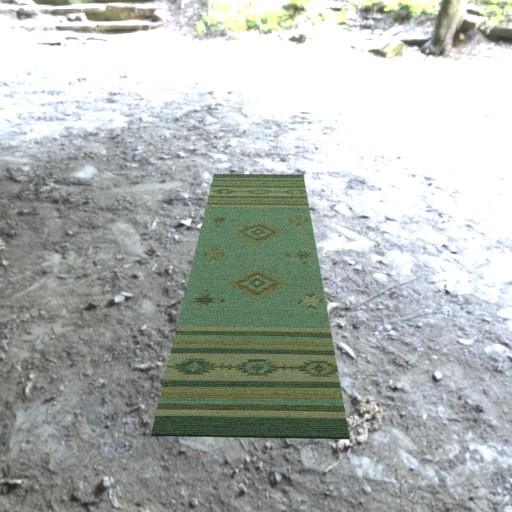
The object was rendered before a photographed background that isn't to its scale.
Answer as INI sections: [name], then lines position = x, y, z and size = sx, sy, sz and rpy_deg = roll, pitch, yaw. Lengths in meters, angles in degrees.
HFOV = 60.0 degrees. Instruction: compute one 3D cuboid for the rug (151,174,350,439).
[rug]
position = 0.000, 0.000, 2.672
size = 0.744, 0.010, 2.441
rpy_deg = 1, 34, 1
